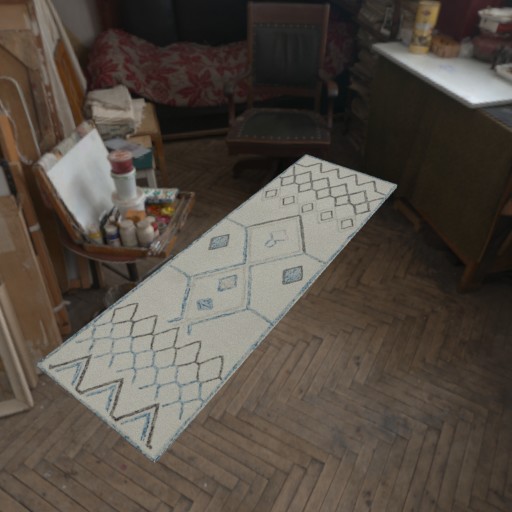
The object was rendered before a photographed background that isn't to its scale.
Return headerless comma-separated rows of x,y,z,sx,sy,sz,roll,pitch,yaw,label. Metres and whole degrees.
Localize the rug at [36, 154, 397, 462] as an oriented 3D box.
0.000,0.000,2.629,0.770,0.013,2.434,25,48,26,rug
